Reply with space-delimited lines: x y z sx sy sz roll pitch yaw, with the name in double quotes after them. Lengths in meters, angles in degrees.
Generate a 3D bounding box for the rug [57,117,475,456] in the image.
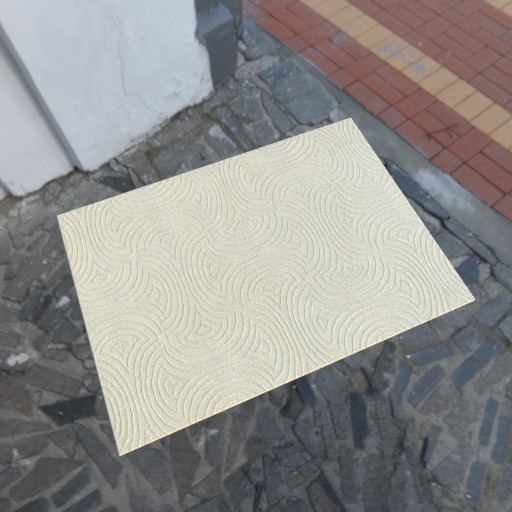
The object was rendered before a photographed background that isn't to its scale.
0.000 0.000 2.713 2.132 0.015 1.526 -21 65 -10 "rug"
